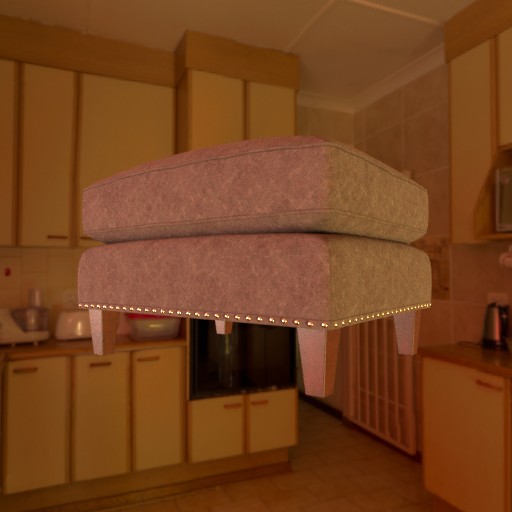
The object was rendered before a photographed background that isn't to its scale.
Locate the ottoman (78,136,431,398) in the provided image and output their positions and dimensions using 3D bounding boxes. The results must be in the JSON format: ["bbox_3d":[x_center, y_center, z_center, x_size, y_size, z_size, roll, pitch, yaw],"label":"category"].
[{"bbox_3d":[0.000,0.000,1.167,0.741,0.513,0.584,-1,-2,37],"label":"ottoman"}]
